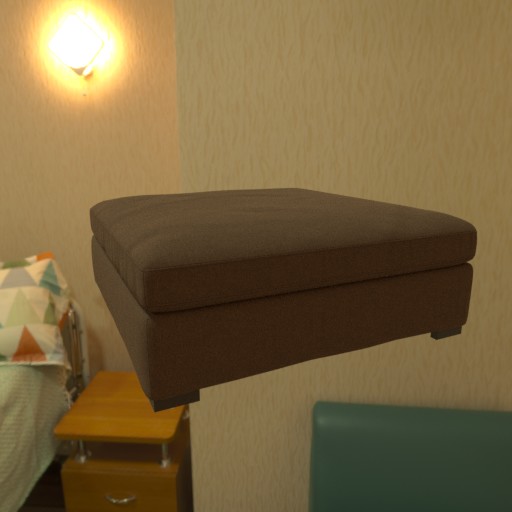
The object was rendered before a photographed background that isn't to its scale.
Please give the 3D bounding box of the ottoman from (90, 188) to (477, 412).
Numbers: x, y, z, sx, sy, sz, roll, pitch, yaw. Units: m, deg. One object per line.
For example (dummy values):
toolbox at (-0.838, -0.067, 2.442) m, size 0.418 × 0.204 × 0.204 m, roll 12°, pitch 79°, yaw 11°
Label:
ottoman at (0.000, 0.000, 1.820) m, size 1.181 × 0.470 × 1.181 m, roll -7°, pitch 16°, yaw -25°
